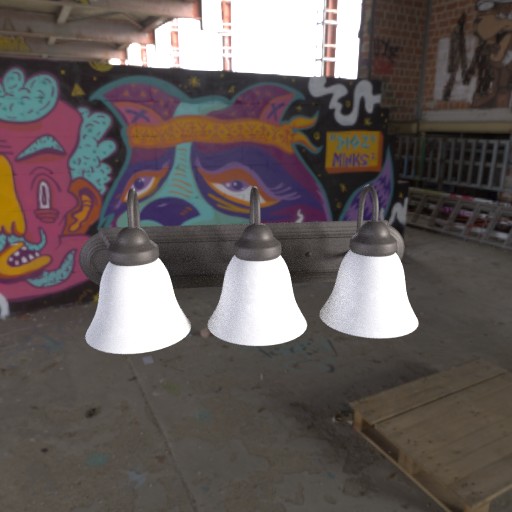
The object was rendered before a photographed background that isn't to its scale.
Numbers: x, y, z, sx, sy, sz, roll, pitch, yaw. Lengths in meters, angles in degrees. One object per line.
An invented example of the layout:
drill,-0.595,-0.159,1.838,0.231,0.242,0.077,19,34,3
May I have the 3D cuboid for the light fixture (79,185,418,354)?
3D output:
light fixture,0.000,0.000,0.727,0.610,0.222,0.199,-2,16,-7
